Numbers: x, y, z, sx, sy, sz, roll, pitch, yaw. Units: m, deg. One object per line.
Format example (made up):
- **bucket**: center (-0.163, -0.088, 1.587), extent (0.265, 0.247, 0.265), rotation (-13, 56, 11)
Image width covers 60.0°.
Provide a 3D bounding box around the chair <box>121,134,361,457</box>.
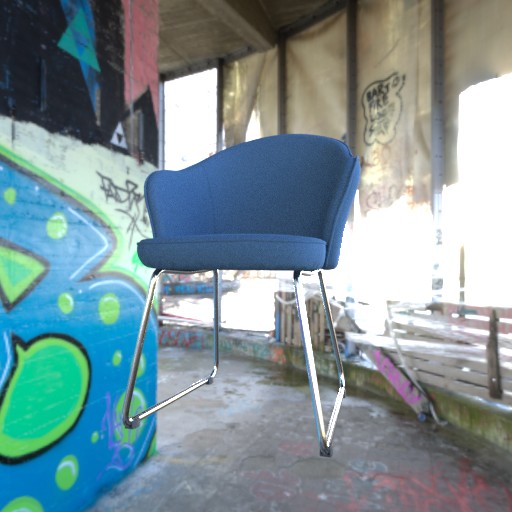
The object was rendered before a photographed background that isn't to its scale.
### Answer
- **chair**: center (0.000, 0.000, 1.213), extent (0.570, 0.815, 0.585), rotation (0, 0, 18)
